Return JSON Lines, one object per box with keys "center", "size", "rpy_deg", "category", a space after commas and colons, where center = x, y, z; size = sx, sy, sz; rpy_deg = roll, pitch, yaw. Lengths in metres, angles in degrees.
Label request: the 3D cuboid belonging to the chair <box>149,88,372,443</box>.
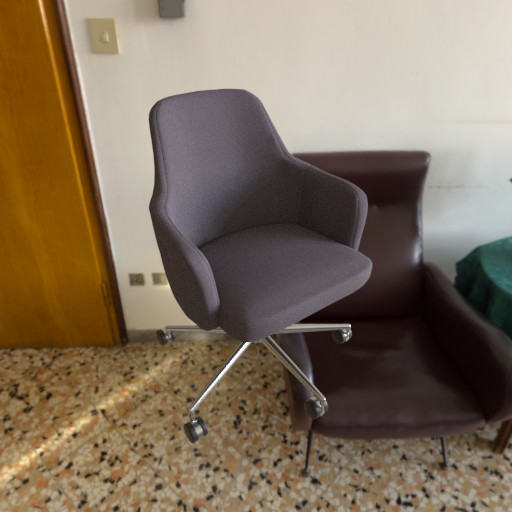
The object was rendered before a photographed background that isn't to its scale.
{"center": [0.000, 0.000, 1.261], "size": [0.655, 0.820, 0.600], "rpy_deg": [-21, 37, -32], "category": "chair"}
